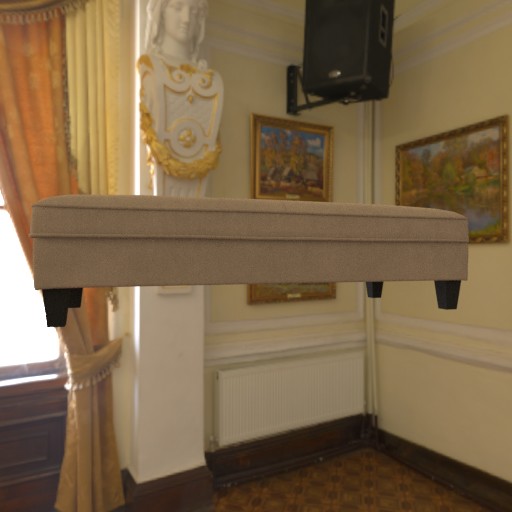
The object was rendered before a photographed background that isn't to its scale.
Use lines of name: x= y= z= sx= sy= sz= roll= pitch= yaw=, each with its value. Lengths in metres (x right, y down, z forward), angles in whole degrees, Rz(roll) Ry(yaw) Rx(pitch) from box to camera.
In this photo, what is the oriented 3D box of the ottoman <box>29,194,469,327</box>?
ottoman: x=0.000 y=0.000 z=1.970 sx=1.726 sy=0.460 sz=0.735 roll=0 pitch=0 yaw=-18
